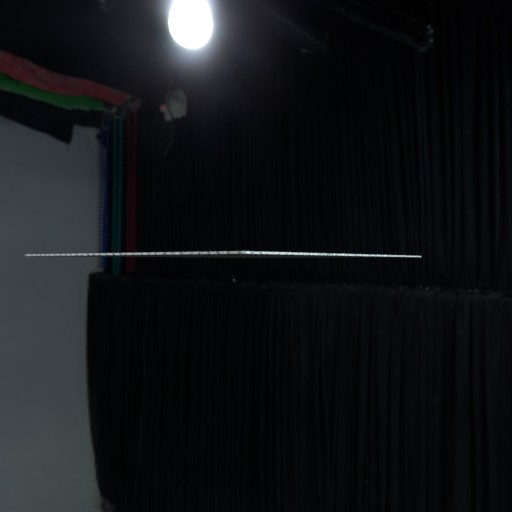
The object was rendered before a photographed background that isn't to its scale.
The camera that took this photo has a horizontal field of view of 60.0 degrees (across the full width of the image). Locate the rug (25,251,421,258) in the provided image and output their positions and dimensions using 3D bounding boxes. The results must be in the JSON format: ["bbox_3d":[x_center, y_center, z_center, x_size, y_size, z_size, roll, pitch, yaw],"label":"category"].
[{"bbox_3d":[0.000,0.000,2.359,1.220,0.008,1.824,0,-1,35],"label":"rug"}]
